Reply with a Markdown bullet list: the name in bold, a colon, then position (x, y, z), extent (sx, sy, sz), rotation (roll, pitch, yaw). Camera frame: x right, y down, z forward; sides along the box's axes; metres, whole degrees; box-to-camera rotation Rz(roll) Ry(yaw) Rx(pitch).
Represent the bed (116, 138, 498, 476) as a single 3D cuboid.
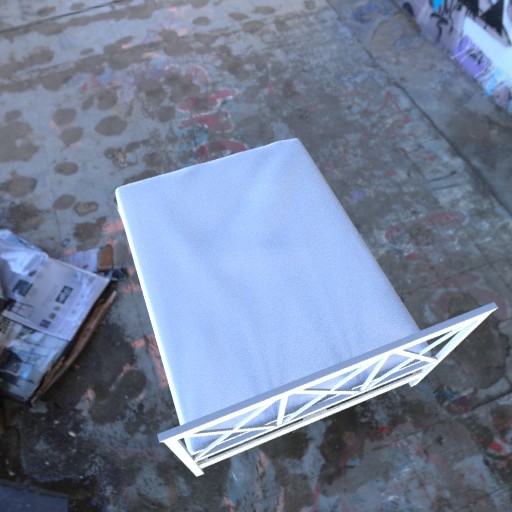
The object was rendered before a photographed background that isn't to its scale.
- **bed**: position (0.000, 0.000, 3.031), extent (1.673, 1.253, 2.135), rotation (-18, 59, -11)
